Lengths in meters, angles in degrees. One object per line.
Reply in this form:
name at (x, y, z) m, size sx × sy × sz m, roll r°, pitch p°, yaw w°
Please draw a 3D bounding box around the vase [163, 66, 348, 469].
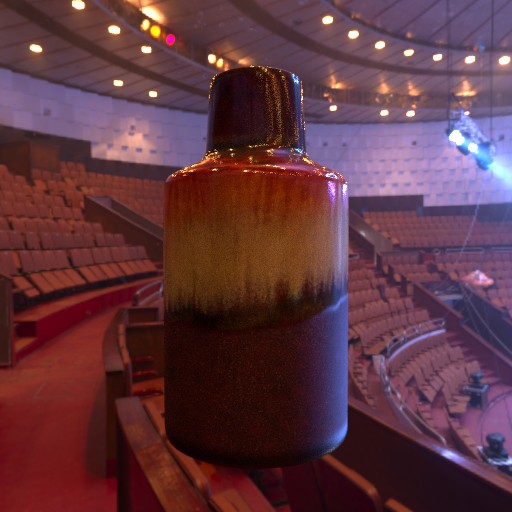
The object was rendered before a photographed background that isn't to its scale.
vase at (0.000, 0.000, 0.264) m, size 0.108 × 0.204 × 0.108 m, roll 0°, pitch 2°, yaw 0°
